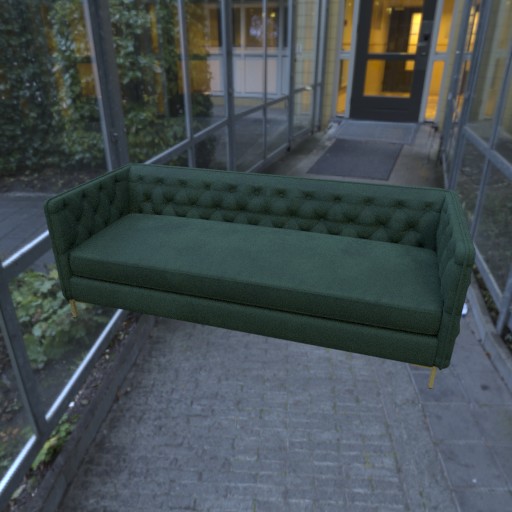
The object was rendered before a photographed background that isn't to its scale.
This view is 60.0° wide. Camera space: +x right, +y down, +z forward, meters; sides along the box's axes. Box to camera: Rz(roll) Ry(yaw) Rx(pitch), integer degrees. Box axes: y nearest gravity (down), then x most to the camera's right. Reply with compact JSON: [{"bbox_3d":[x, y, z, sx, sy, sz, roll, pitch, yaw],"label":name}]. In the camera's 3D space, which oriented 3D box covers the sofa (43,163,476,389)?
[{"bbox_3d":[0.000,0.000,2.630,2.209,0.771,0.895,8,27,16],"label":"sofa"}]
